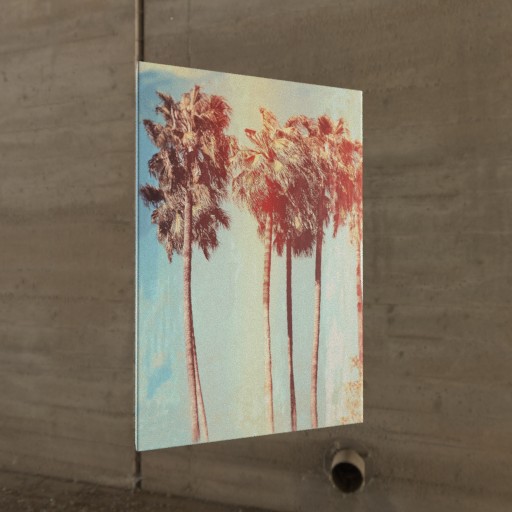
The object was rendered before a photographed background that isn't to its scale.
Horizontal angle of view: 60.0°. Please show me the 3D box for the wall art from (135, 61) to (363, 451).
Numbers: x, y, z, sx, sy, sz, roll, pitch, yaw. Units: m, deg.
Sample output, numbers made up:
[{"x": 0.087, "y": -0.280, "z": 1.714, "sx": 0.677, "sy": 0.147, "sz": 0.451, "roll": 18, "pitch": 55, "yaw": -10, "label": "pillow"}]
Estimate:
[{"x": 0.000, "y": 0.000, "z": 0.767, "sx": 0.401, "sy": 0.610, "sz": 0.038, "roll": 0, "pitch": 0, "yaw": -18, "label": "wall art"}]
